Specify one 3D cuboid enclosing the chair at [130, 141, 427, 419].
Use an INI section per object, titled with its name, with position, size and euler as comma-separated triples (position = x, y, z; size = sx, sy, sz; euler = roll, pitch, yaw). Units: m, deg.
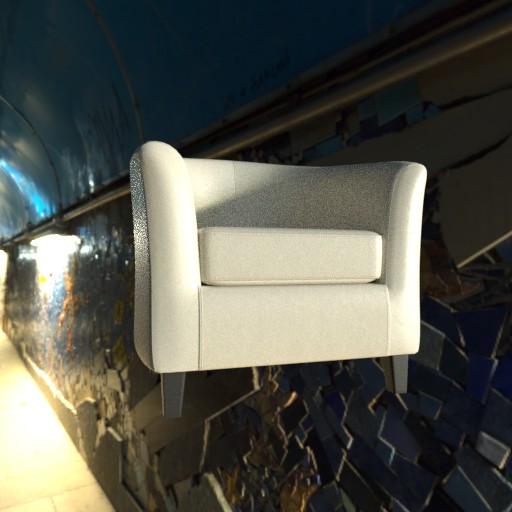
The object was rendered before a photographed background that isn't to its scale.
[chair]
position = 0.000, 0.000, 1.435
size = 0.792, 0.756, 0.727
euler = 0, -1, -18
